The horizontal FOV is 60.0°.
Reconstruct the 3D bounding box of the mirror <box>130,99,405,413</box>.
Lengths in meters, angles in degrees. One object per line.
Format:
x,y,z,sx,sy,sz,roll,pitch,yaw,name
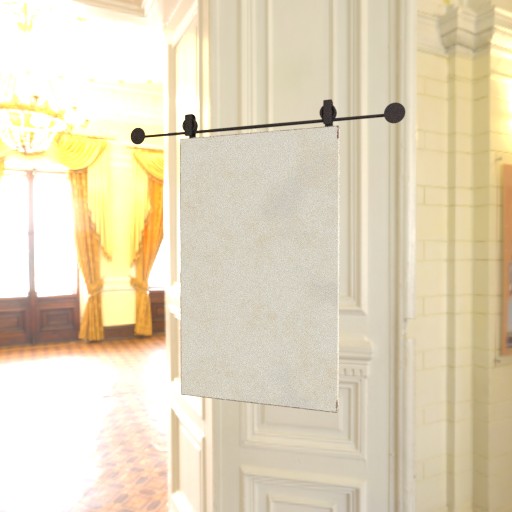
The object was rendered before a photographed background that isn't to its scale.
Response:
0.000,0.000,1.272,0.808,0.844,0.037,0,1,18,mirror
